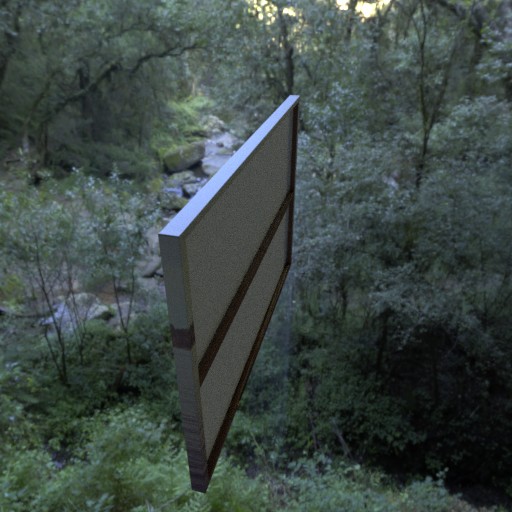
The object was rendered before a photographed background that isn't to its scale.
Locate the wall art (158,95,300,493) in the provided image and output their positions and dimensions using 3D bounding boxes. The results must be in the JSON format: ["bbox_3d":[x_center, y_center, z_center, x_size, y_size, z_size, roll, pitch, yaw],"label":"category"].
[{"bbox_3d":[0.000,0.000,1.428,0.040,0.765,1.149,8,33,13],"label":"wall art"}]
